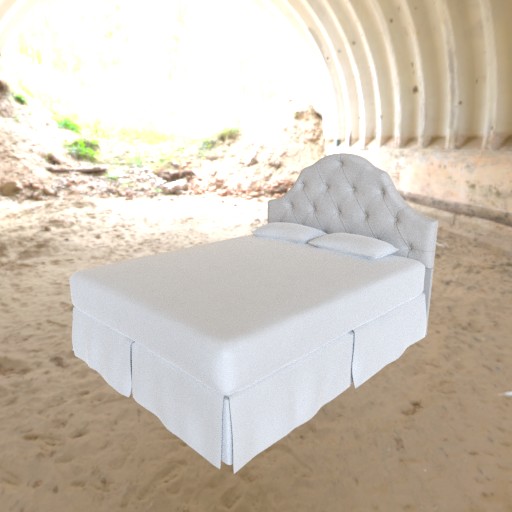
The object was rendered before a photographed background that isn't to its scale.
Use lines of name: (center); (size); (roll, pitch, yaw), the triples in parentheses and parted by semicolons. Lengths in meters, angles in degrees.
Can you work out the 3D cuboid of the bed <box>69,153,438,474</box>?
bed: (0.000, 0.000, 3.677); (2.039, 1.617, 2.477); (14, 20, 43)
